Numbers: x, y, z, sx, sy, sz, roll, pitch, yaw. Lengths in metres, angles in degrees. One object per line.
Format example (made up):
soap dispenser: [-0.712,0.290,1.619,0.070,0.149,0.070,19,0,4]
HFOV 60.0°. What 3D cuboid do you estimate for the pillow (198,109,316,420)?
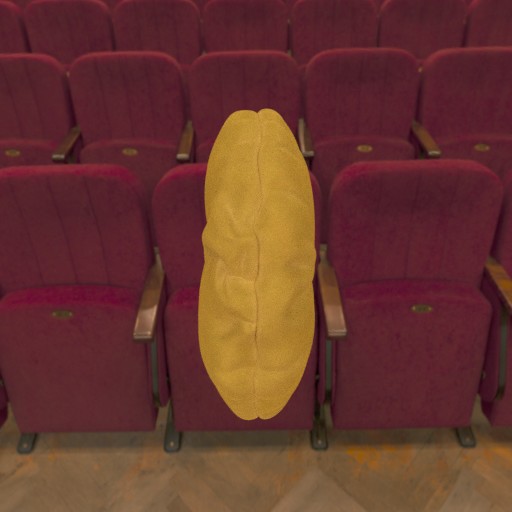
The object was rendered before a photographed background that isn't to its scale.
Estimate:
pillow: [0.000,0.000,0.650,0.148,0.407,0.428,0,40,0]
